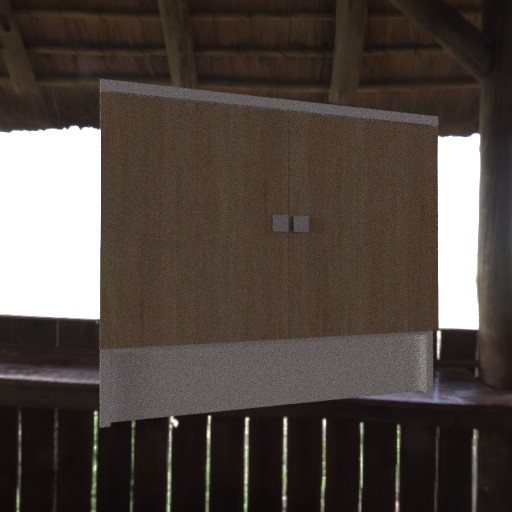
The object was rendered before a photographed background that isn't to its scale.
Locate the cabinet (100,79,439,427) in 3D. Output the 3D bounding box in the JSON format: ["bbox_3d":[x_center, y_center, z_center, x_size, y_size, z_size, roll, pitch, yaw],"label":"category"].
[{"bbox_3d":[0.000,0.000,0.925,0.600,0.522,0.400,0,0,-17],"label":"cabinet"}]
